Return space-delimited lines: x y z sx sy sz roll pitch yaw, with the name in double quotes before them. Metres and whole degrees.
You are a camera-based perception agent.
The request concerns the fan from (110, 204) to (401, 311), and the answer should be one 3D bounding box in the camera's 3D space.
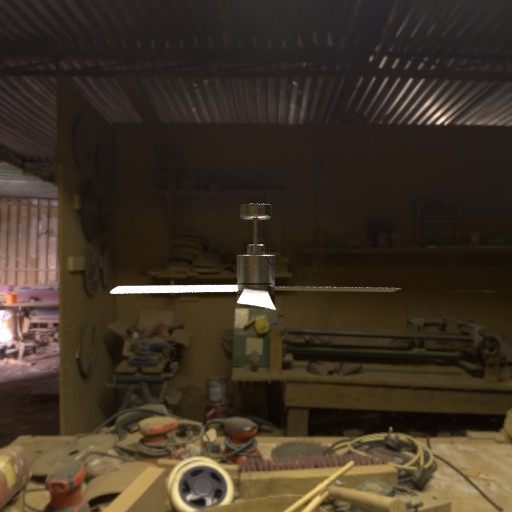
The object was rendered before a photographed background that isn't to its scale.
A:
"fan" 0.000 0.000 2.374 1.525 0.539 1.525 0 0 1
